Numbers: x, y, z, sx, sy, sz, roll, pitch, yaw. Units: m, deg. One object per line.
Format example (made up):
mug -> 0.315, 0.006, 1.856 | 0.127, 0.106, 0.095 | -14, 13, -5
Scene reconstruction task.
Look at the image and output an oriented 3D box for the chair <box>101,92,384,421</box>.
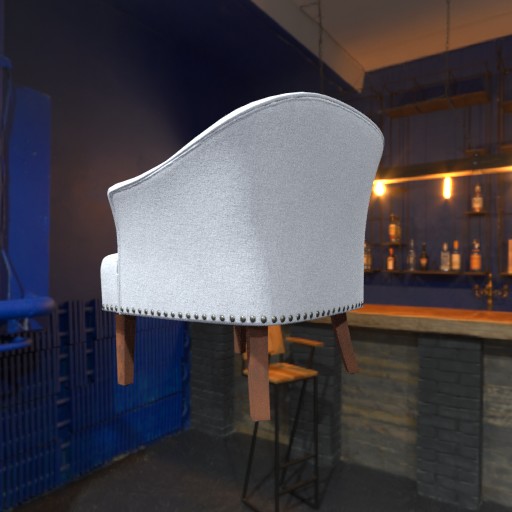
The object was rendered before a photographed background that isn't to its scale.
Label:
chair -> 0.000, 0.000, 1.437 | 0.704, 0.815, 0.798 | 0, -1, 36
